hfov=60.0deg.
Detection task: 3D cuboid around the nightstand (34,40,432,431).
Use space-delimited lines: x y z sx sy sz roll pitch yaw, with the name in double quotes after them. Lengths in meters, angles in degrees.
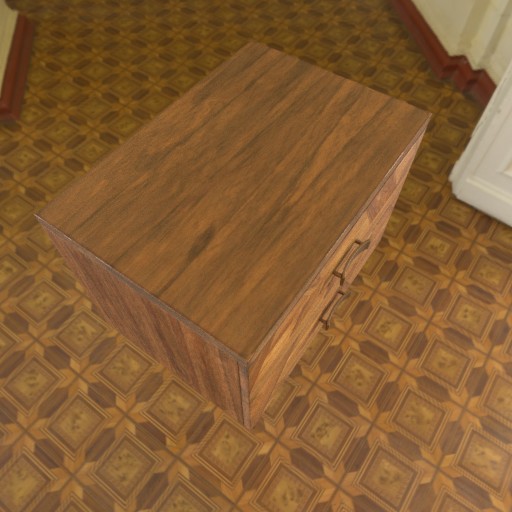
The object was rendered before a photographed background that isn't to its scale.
0.000 0.000 1.043 0.458 0.610 0.610 31 62 18 "nightstand"
